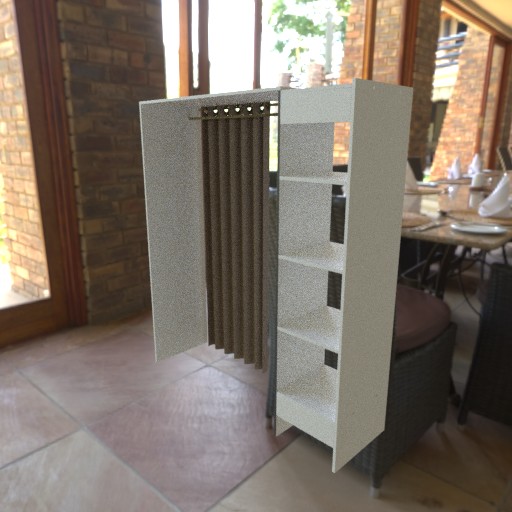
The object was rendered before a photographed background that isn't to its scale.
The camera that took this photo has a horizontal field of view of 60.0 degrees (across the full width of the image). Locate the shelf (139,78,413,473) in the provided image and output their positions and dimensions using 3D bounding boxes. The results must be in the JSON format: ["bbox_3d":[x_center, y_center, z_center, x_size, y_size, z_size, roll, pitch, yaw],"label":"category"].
[{"bbox_3d":[0.000,0.000,2.665,0.500,1.820,1.600,-14,20,-43],"label":"shelf"}]
